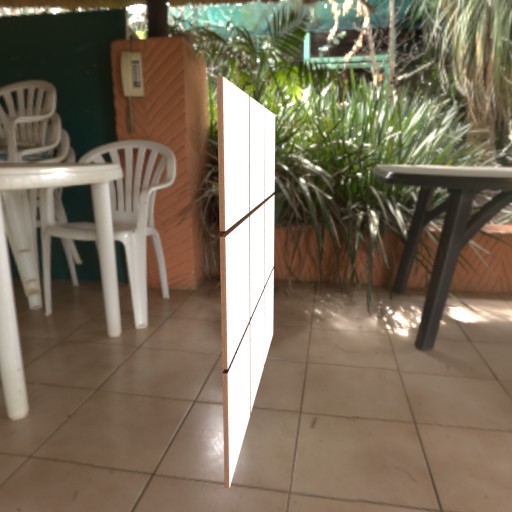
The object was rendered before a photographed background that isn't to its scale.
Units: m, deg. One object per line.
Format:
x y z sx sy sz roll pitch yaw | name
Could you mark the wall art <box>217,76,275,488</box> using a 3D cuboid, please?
0.000 0.000 1.891 0.017 1.246 1.256 2 13 8 | wall art
